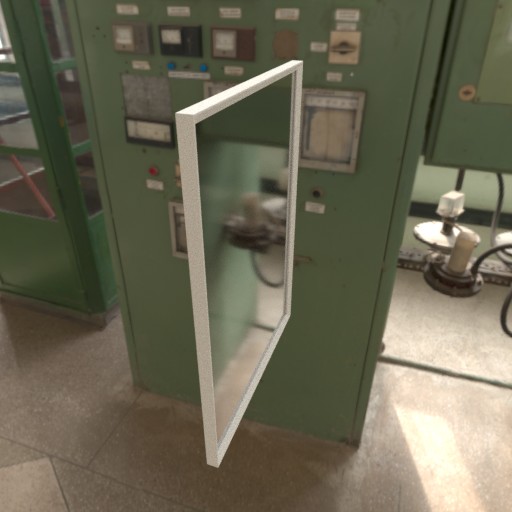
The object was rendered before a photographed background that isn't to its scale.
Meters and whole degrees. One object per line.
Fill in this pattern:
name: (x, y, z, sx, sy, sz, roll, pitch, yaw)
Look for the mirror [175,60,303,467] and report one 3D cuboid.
mirror: (0.000, 0.000, 1.357, 0.041, 1.016, 0.762, 11, 32, 17)
